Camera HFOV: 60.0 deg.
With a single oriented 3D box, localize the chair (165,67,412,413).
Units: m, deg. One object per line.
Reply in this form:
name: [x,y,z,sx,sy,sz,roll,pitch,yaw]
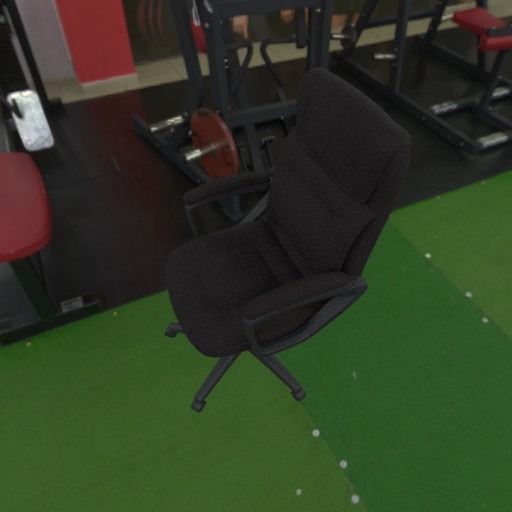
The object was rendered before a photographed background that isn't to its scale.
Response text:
chair: [0.000,0.000,1.577,0.724,1.105,0.667,-18,48,-16]
